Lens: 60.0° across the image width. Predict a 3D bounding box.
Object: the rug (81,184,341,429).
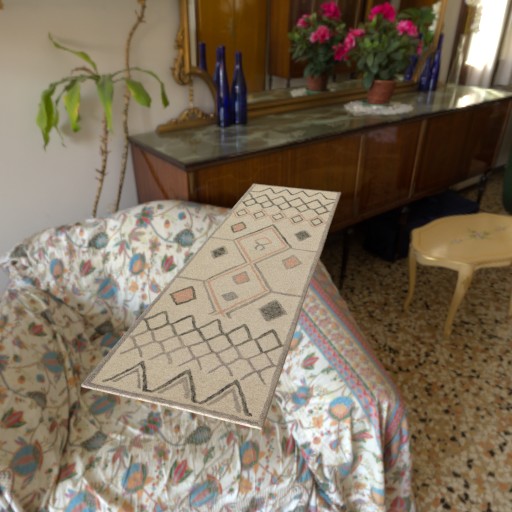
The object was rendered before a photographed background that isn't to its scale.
[{"bbox_3d":[0.000,0.000,2.694,0.750,0.011,2.435,8,30,14],"label":"rug"}]
